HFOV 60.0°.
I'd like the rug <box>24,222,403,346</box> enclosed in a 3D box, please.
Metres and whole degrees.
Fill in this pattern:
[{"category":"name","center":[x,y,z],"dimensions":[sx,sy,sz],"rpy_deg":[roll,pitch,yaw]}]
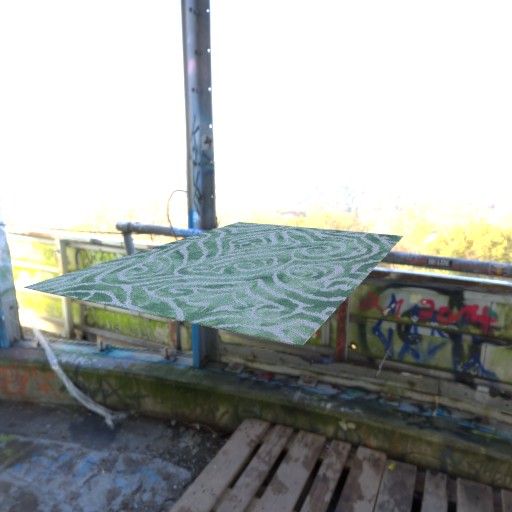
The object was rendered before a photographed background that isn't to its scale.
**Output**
[{"category":"rug","center":[0.000,0.000,2.343],"dimensions":[1.220,0.006,1.826],"rpy_deg":[7,15,26]}]
